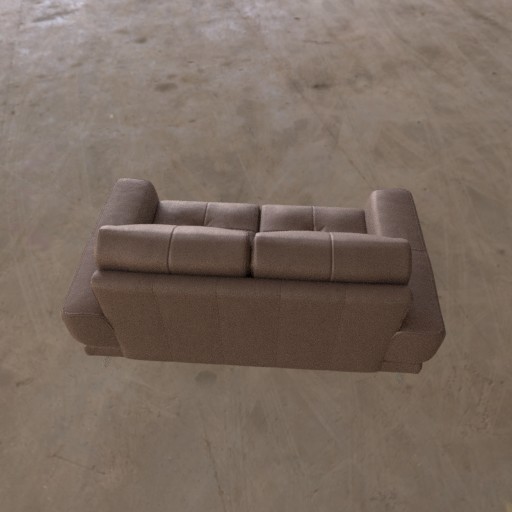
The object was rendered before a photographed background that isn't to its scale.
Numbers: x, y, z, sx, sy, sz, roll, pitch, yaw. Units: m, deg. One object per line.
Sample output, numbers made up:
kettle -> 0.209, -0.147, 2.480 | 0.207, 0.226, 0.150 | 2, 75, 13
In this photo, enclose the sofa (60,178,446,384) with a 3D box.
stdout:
sofa -> 0.000, 0.000, 2.384 | 1.806, 0.907, 1.018 | 3, 48, 2
